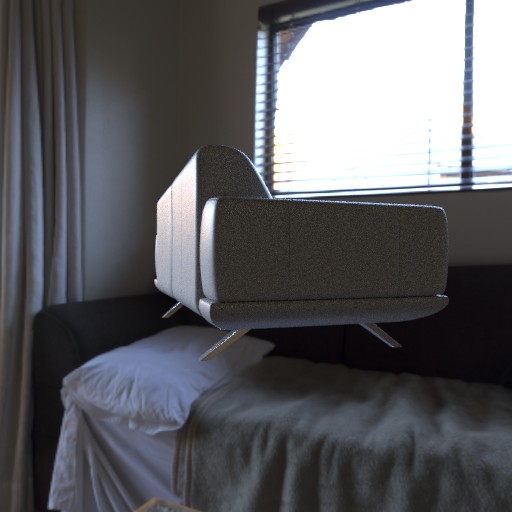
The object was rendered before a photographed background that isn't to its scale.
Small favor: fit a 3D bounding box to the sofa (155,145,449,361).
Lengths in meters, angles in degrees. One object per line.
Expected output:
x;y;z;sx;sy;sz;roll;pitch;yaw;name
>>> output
0.000;0.000;2.349;0.900;0.772;1.901;0;-1;-18;sofa
